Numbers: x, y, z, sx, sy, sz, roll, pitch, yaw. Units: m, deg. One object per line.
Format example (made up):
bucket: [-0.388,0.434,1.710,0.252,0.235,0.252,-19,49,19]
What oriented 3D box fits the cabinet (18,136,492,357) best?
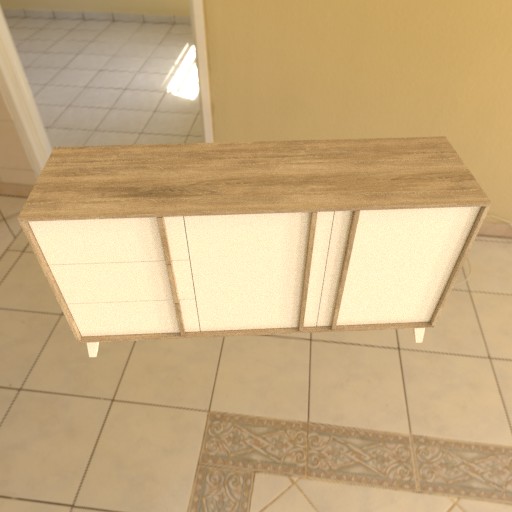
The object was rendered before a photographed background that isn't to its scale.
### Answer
cabinet: [0.000,0.000,1.956,1.600,0.870,0.450,-2,44,-2]
